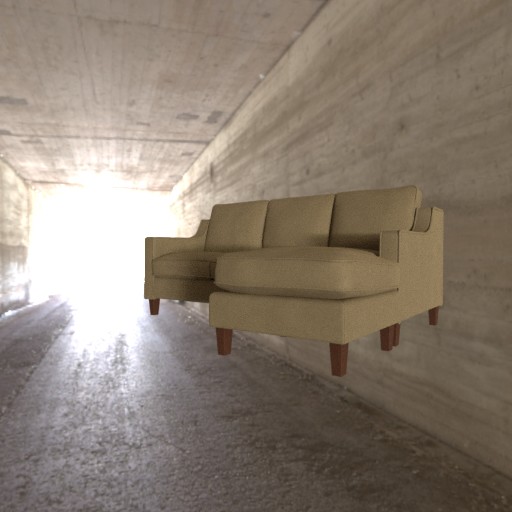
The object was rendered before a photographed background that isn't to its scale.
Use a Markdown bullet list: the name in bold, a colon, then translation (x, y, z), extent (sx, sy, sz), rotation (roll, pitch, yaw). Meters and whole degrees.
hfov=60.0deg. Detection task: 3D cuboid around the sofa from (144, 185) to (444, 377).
- **sofa**: translation (0.000, 0.000, 3.349), extent (2.317, 1.066, 1.858), rotation (1, 1, 36)
